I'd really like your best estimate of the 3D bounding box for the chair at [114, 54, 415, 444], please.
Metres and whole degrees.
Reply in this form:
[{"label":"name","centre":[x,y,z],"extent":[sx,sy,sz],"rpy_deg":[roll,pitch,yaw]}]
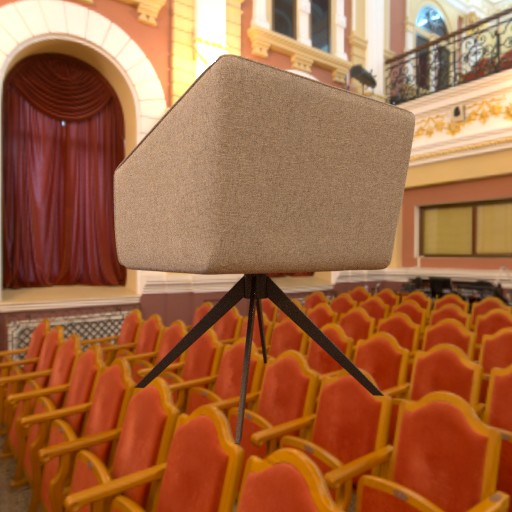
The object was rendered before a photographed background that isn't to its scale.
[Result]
[{"label":"chair","centre":[0.000,0.000,1.246],"extent":[0.628,0.760,0.623],"rpy_deg":[0,0,-36]}]
